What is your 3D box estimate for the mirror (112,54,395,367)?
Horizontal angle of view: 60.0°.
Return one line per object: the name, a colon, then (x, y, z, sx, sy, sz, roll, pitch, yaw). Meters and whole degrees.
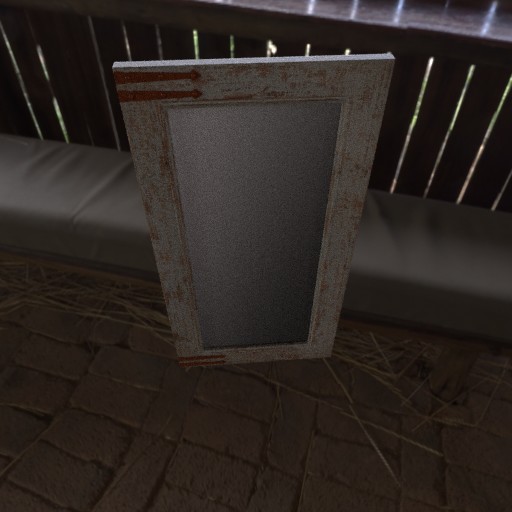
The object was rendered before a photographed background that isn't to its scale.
mirror: (0.000, 0.000, 1.068, 0.472, 0.922, 0.027, -3, 45, -3)
